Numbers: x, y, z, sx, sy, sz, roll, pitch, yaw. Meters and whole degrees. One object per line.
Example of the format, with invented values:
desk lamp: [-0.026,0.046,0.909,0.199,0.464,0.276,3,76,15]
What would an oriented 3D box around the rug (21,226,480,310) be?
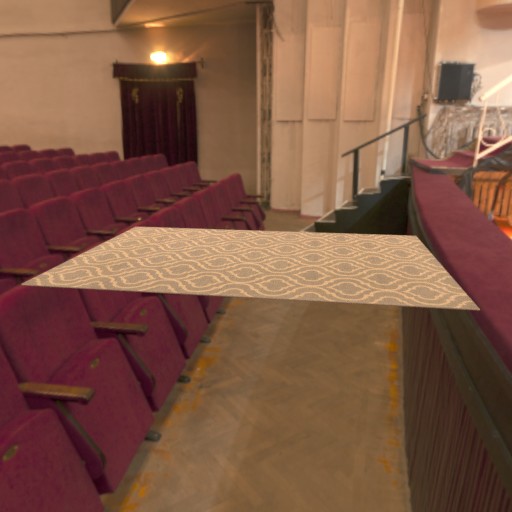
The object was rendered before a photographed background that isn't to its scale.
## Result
rug: [0.000,0.000,2.208,1.749,0.015,1.141,2,16,8]
